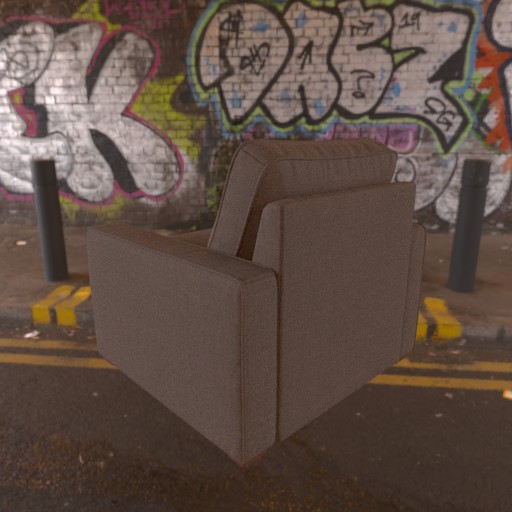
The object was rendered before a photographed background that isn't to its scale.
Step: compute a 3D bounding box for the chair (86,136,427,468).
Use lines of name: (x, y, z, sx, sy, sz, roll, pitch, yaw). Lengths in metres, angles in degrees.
chair: (0.000, 0.000, 1.765, 1.017, 0.919, 0.940, -15, 21, -42)
